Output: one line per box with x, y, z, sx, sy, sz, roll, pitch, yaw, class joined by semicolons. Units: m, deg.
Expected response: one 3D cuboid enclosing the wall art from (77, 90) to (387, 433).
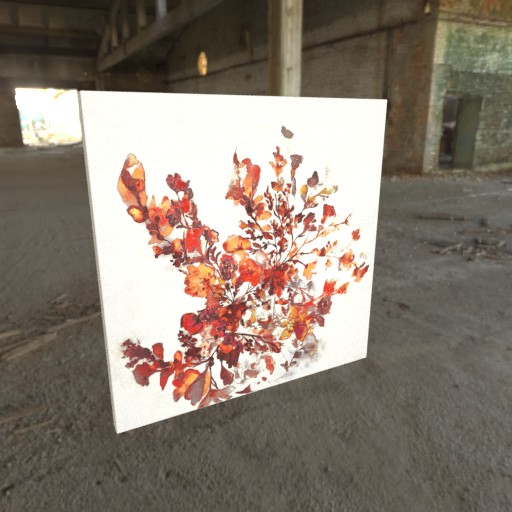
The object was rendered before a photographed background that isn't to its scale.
0.000;0.000;1.114;0.757;0.757;0.037;-9;19;-27;wall art
